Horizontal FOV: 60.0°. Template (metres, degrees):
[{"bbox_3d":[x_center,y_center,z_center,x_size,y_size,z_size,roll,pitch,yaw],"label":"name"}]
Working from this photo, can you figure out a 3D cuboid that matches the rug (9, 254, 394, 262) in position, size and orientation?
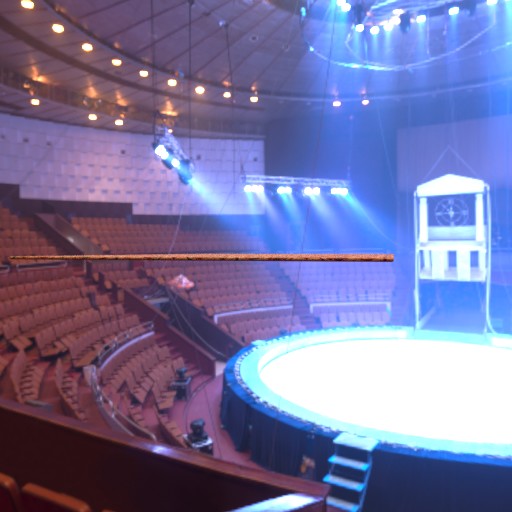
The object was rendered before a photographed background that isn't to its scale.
[{"bbox_3d":[0.000,0.000,4.112,2.446,0.020,3.215,0,1,17],"label":"rug"}]
